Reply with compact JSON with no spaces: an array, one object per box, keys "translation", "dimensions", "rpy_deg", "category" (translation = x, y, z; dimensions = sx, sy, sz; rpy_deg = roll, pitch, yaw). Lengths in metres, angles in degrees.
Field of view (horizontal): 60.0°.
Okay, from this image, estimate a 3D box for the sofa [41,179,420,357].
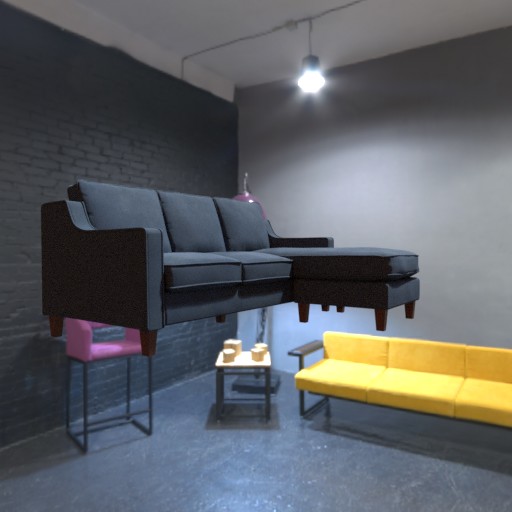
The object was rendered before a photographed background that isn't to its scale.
[{"translation":[0.000,0.000,3.341],"dimensions":[1.858,1.066,2.317],"rpy_deg":[1,1,35],"category":"sofa"}]
